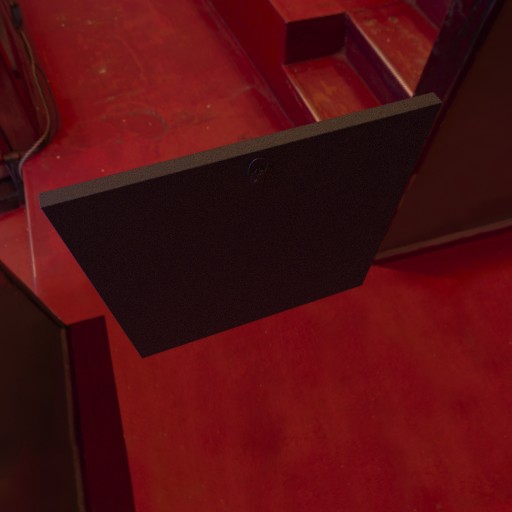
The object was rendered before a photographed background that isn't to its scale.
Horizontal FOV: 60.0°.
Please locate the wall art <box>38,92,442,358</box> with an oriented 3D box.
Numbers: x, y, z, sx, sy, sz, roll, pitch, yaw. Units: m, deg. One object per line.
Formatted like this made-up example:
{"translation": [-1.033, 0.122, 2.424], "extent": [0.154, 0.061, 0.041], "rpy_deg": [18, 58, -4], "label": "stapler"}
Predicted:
{"translation": [0.000, 0.000, 1.189], "extent": [0.805, 0.807, 0.043], "rpy_deg": [-17, 60, -10], "label": "wall art"}
